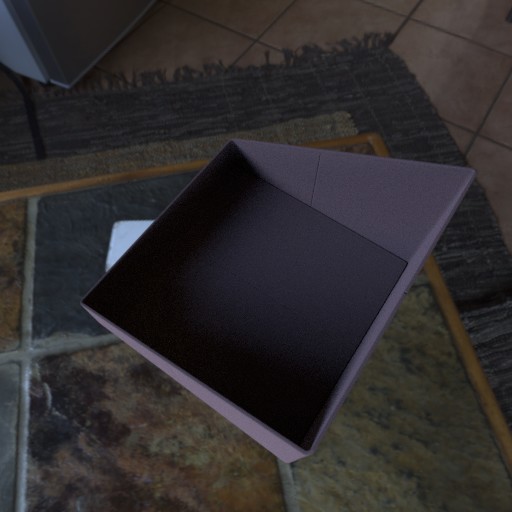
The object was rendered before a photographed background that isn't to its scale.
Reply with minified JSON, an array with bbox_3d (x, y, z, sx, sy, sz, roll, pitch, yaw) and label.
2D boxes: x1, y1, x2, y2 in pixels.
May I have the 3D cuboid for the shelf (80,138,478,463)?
[{"bbox_3d":[0.000,0.000,0.479,0.292,0.210,0.292,32,68,15],"label":"shelf"}]
